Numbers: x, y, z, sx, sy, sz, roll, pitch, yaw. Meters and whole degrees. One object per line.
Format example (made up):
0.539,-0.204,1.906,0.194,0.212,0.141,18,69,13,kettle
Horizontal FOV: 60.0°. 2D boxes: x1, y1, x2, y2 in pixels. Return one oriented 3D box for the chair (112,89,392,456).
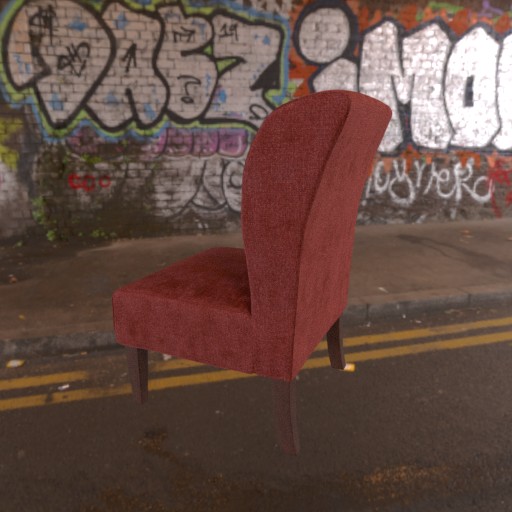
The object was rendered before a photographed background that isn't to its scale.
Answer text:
0.000,0.000,1.273,0.640,0.846,0.538,7,17,25,chair
